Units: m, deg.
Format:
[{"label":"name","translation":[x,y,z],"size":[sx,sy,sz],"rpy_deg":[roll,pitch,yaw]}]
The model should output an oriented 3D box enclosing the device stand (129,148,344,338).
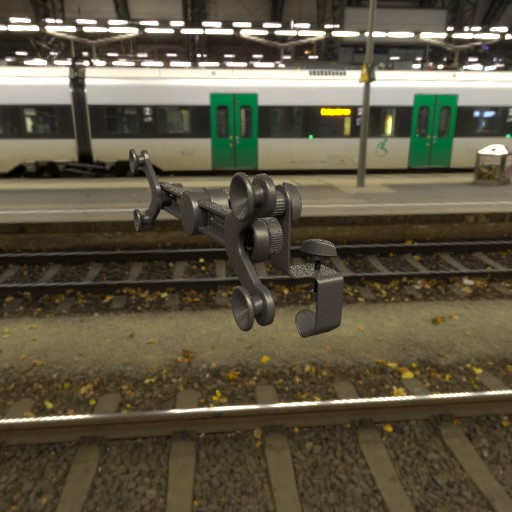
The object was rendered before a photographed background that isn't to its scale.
[{"label":"device stand","translation":[0.000,0.000,0.368],"size":[0.142,0.166,0.270],"rpy_deg":[-8,18,-25]}]
